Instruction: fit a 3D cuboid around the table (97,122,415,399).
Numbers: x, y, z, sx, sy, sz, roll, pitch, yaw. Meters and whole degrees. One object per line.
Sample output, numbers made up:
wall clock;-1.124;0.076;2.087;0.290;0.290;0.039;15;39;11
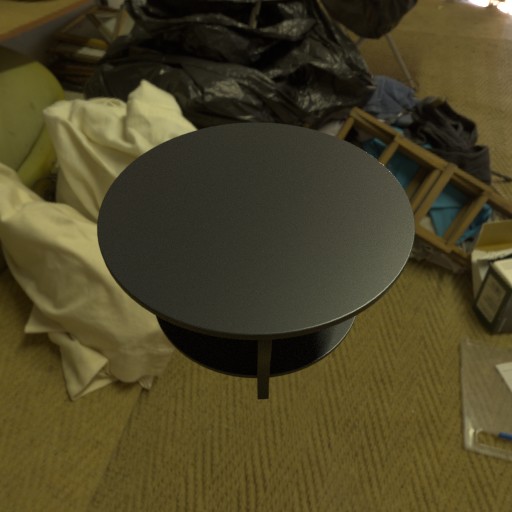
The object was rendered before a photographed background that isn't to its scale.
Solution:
table;0.000;0.000;1.476;0.914;0.457;0.914;0;47;0
